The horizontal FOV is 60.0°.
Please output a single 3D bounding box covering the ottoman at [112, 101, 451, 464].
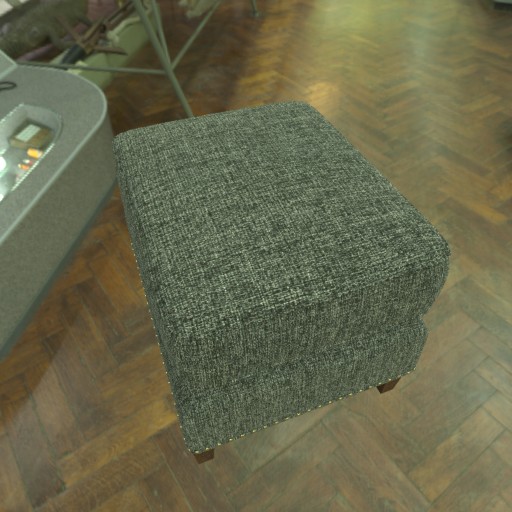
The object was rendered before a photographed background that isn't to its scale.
[{"bbox_3d":[0.000,0.000,1.143,0.589,0.537,0.738,-15,47,-15],"label":"ottoman"}]
